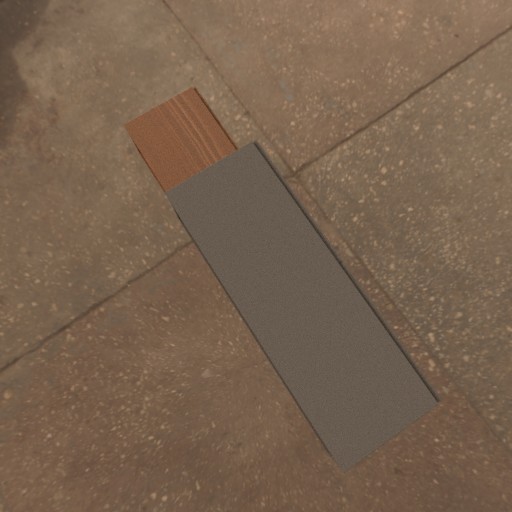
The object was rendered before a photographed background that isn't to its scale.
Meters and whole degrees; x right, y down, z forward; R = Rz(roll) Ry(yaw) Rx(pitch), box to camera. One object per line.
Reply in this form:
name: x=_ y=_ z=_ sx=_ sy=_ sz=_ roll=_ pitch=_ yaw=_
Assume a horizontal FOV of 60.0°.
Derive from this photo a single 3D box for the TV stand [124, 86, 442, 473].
TV stand: x=0.000 y=0.000 z=1.583 sx=0.329 sy=0.591 sz=1.336 roll=-32 pitch=78 yaw=-8
